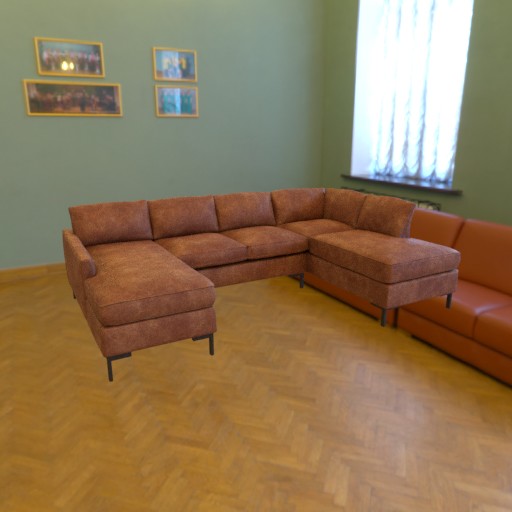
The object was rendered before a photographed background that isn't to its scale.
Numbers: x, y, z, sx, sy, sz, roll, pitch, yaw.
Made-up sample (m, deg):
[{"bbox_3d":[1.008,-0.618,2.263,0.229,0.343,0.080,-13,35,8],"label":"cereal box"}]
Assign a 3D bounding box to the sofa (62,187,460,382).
[{"bbox_3d":[0.000,0.000,3.909,2.956,0.900,1.939,-8,18,-28],"label":"sofa"}]
